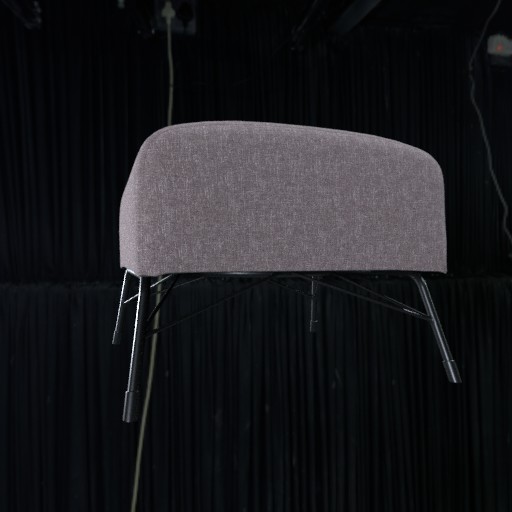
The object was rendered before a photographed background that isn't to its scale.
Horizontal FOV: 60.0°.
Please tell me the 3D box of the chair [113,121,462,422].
[{"bbox_3d":[0.000,0.000,0.881,0.530,0.410,0.530,0,0,-19],"label":"chair"}]
